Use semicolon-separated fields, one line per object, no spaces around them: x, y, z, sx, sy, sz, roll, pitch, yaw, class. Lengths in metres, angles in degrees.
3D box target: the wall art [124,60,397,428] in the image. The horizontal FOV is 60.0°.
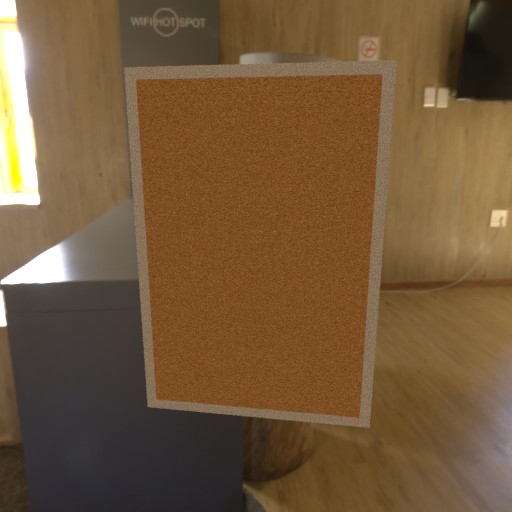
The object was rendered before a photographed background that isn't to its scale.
0.000;0.000;0.824;0.450;0.657;0.038;2;15;9;wall art
